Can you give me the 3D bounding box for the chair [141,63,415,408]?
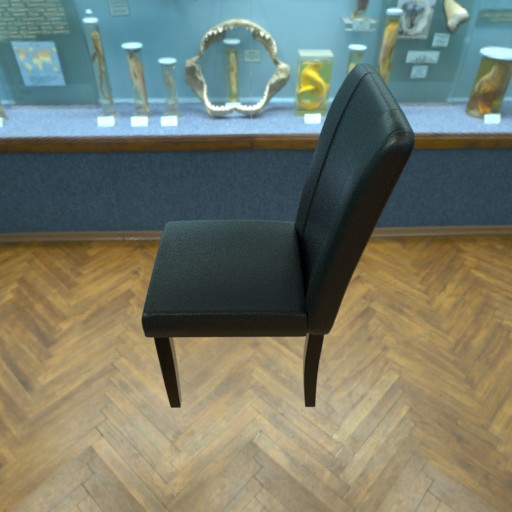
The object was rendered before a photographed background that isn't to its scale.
[{"bbox_3d":[0.000,0.000,1.189,0.556,0.897,0.399,0,41,0],"label":"chair"}]
